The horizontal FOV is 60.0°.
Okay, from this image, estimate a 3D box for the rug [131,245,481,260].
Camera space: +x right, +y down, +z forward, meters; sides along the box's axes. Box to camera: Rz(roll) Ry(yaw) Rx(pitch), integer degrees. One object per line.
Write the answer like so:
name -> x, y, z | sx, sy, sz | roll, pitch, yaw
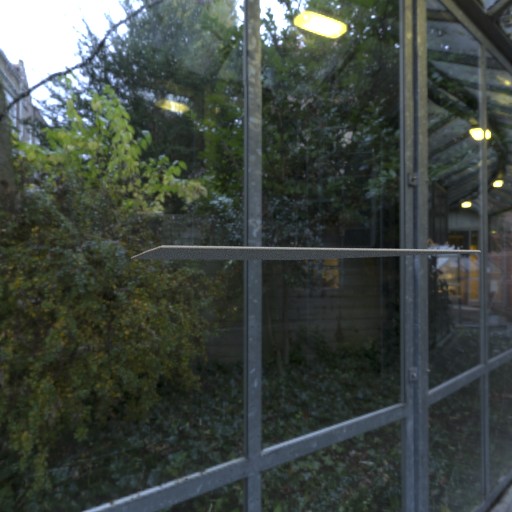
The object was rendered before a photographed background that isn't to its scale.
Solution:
rug -> 0.000, 0.000, 2.977 | 1.528, 0.014, 2.294 | 0, -1, -18
